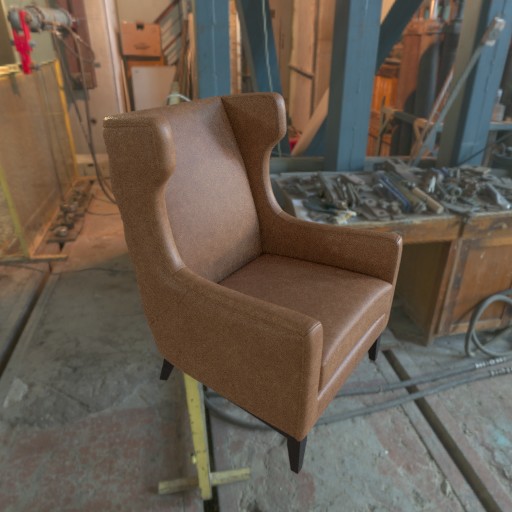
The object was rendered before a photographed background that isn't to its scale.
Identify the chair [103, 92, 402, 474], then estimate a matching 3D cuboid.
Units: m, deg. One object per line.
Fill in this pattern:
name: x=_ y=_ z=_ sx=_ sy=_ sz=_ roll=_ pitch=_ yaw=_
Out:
chair: x=0.000 y=0.000 z=1.670 sx=0.899 sy=1.079 sz=0.766 roll=18 pitch=32 yaw=30
